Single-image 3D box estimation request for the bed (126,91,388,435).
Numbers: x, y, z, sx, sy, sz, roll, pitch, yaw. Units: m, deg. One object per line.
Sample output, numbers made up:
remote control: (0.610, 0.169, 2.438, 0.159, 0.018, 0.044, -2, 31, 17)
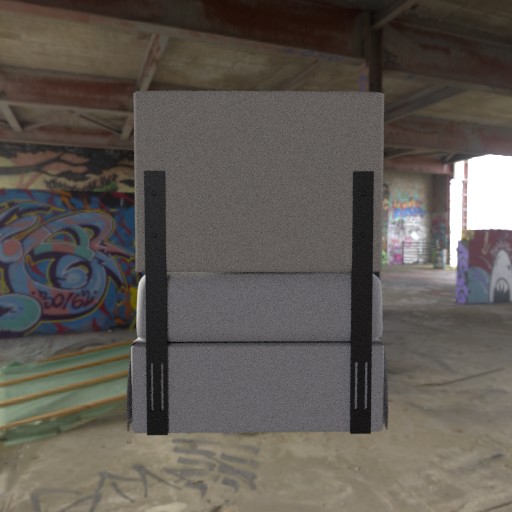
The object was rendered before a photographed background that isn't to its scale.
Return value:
bed: (0.000, 0.000, 2.997, 1.261, 1.571, 1.997, 0, 3, -1)
